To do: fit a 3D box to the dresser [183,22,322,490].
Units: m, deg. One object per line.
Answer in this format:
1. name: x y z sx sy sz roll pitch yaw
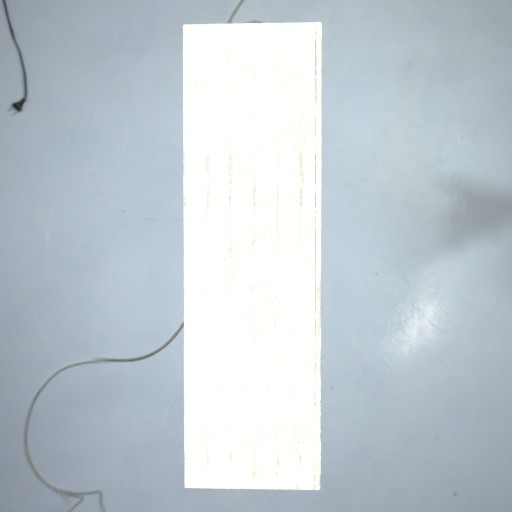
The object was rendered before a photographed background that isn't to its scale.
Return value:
1. dresser: 0.000 0.000 1.990 0.483 0.889 1.628 0 91 2
